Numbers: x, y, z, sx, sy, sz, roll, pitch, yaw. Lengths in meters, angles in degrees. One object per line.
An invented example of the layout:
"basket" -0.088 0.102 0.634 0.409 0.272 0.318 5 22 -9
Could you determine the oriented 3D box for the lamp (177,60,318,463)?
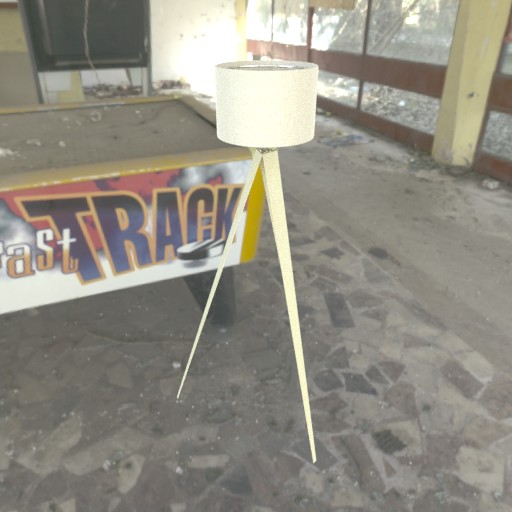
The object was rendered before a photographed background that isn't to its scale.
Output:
"lamp" 0.000 0.000 1.902 0.724 1.524 0.716 8 30 14
